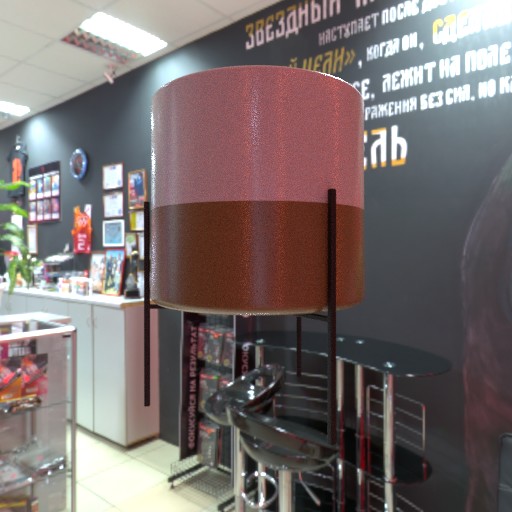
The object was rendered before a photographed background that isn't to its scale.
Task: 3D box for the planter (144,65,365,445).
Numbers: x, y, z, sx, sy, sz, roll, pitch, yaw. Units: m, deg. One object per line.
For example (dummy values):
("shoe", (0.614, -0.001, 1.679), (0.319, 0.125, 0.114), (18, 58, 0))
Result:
("planter", (0.000, 0.000, 0.641), (0.310, 0.432, 0.310), (0, 0, -17))
